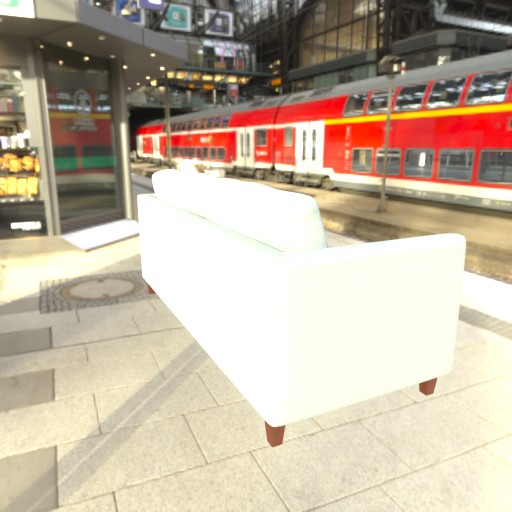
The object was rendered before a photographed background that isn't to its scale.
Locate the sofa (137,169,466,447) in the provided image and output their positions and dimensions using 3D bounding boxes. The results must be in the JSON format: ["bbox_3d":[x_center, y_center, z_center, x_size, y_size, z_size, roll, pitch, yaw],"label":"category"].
[{"bbox_3d":[0.000,0.000,2.657,0.951,0.965,2.208,-7,16,-26],"label":"sofa"}]
